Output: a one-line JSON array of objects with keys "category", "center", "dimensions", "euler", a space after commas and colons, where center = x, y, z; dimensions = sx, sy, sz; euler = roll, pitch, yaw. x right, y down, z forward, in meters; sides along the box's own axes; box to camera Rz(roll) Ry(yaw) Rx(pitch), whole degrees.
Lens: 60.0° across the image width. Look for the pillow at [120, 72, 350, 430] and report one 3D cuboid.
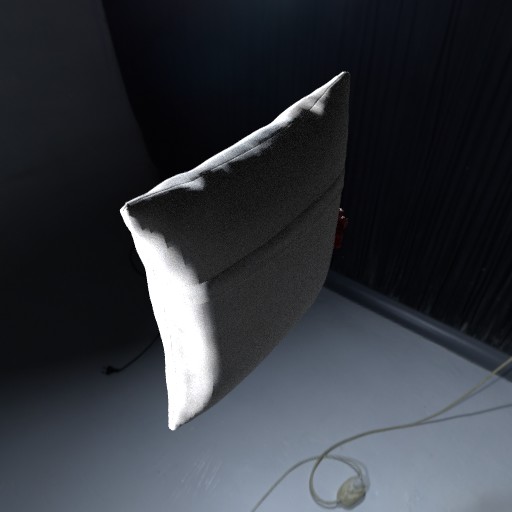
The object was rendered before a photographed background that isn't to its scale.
[{"category": "pillow", "center": [0.000, 0.000, 0.678], "dimensions": [0.173, 0.436, 0.433], "euler": [26, 48, 26]}]
